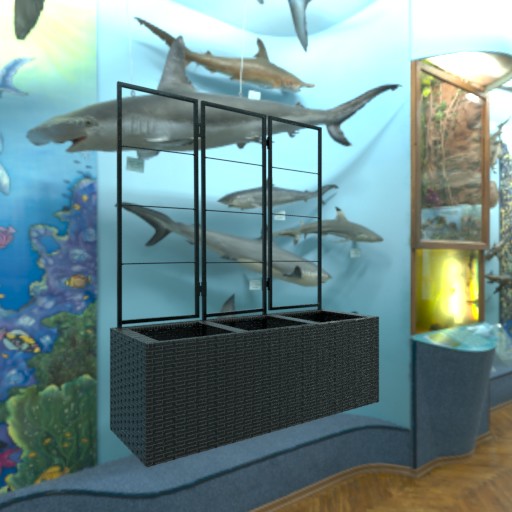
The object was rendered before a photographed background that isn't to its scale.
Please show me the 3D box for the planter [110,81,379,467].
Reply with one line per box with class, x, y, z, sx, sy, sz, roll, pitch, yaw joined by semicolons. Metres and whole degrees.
planter;0.000;0.000;1.174;0.699;0.841;0.244;0;0;-35
